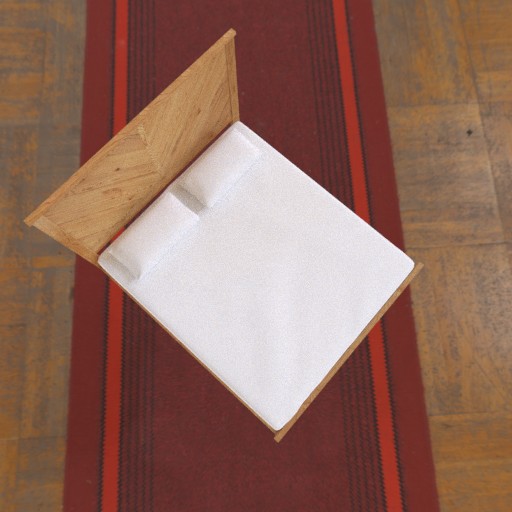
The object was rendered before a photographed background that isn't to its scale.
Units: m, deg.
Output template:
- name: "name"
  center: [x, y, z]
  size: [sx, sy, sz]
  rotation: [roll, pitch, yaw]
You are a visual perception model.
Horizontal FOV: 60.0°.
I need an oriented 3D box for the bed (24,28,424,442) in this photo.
- name: "bed"
  center: [0.000, 0.000, 4.143]
  size: [2.530, 1.938, 2.225]
  rotation: [41, 79, 10]
